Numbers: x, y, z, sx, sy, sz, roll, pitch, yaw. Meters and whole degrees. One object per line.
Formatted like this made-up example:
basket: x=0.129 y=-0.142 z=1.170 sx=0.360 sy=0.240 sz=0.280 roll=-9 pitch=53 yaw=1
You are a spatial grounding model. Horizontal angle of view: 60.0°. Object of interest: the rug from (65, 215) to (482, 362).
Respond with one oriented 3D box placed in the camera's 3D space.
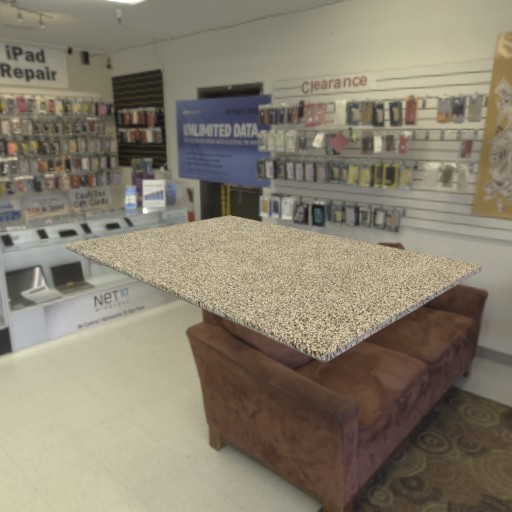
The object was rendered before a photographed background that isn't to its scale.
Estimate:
rug: x=0.000 y=0.000 z=2.255 sx=1.219 sy=0.030 sz=1.778 roll=-15 pitch=22 yaw=-43
